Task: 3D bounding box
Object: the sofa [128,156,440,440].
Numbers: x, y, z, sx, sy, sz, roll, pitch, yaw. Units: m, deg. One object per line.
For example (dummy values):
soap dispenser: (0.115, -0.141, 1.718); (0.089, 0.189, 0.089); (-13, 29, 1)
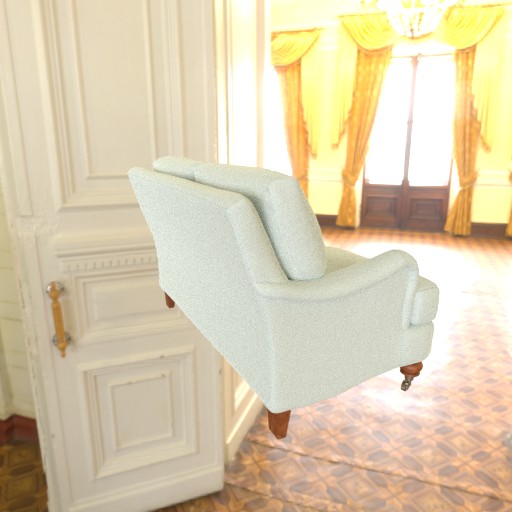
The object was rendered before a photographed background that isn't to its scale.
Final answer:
sofa: (0.000, 0.000, 2.603); (1.084, 1.101, 1.853); (-7, 17, -26)
